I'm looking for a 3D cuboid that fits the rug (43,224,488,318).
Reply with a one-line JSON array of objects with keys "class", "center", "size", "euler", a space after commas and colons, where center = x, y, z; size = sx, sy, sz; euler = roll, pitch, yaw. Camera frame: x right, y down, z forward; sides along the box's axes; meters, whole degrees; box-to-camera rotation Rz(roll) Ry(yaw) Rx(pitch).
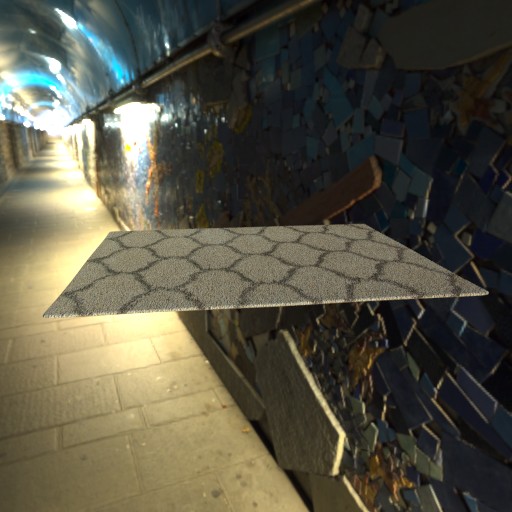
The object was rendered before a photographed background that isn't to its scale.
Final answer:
[{"class": "rug", "center": [0.000, 0.000, 4.064], "size": [3.000, 0.026, 2.399], "euler": [-2, 16, -8]}]
